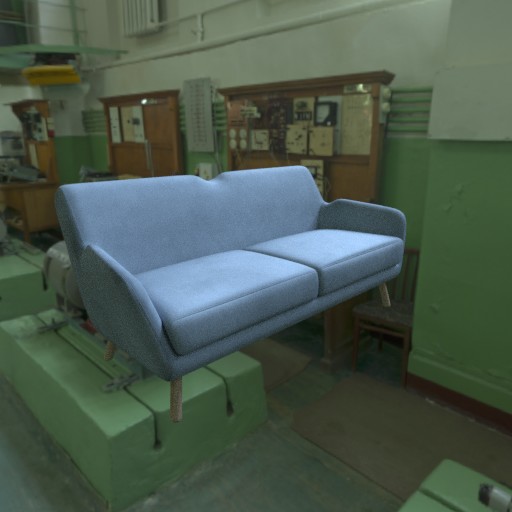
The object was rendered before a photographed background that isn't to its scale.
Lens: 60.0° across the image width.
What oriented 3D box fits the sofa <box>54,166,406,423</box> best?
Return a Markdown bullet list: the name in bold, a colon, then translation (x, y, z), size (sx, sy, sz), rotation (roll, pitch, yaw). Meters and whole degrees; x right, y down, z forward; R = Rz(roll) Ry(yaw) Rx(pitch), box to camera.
- **sofa**: translation (0.000, 0.000, 2.313), size (0.850, 0.810, 1.870), rotation (15, 21, 42)
